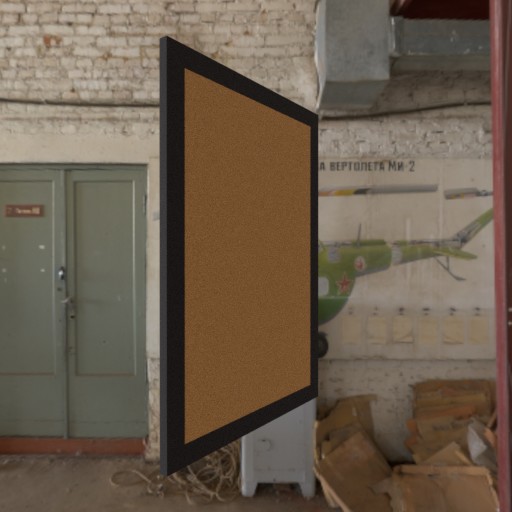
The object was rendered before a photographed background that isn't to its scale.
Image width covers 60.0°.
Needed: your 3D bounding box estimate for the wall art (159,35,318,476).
[{"bbox_3d":[0.000,0.000,0.692,0.013,0.534,0.380,0,0,37],"label":"wall art"}]
